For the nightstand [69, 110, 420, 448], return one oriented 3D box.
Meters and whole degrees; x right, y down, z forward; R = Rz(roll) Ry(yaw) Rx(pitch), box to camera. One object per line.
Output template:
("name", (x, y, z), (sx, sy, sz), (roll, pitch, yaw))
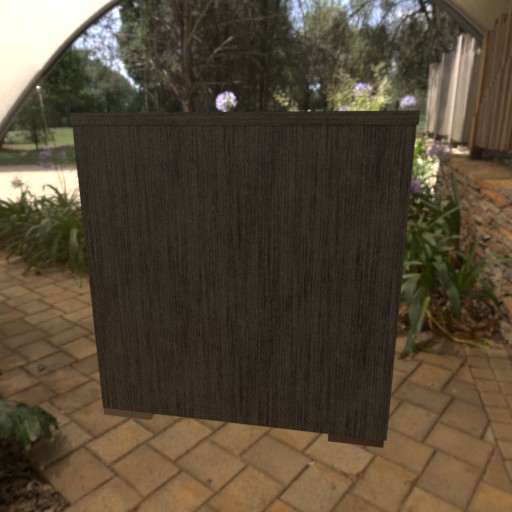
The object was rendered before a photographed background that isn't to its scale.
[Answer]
("nightstand", (0.000, 0.000, 0.762), (0.441, 0.460, 0.325), (3, 16, 10))
